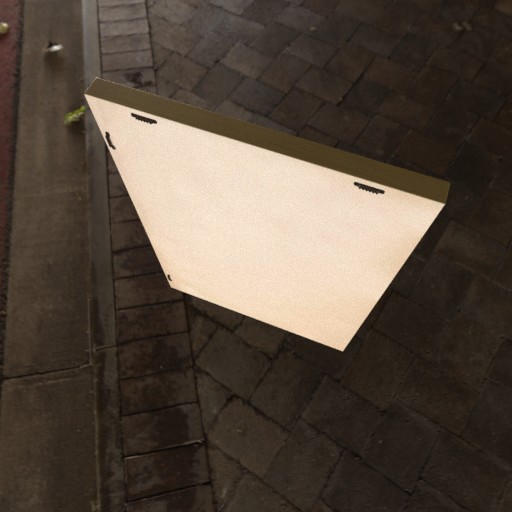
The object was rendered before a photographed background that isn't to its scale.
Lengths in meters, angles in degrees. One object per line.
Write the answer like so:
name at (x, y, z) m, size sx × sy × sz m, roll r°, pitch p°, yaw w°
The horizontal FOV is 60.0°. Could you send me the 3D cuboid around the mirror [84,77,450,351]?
mirror at (0.000, 0.000, 0.905) m, size 0.507 × 0.710 × 0.040 m, roll 19°, pitch 65°, yaw 9°
